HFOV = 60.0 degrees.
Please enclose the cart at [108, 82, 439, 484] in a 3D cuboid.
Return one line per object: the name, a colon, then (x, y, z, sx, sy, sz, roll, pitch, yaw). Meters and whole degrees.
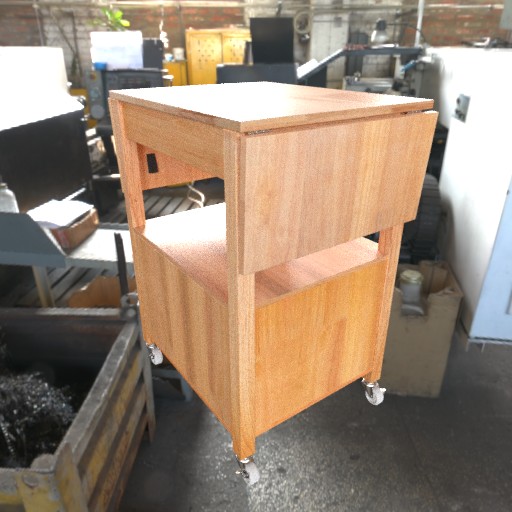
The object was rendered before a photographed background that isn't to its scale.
cart: (0.000, 0.000, 1.221, 0.508, 0.838, 0.640, -17, 31, -32)
